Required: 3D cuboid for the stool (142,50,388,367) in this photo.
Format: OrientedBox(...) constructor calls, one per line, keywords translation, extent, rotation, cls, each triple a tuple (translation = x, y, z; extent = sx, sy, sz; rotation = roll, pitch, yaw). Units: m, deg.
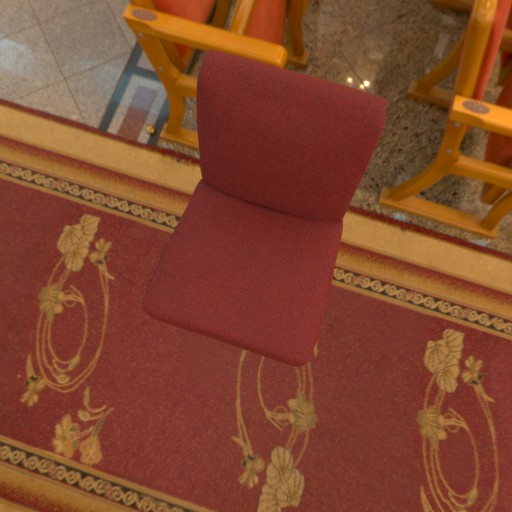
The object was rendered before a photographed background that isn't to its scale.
OrientedBox(translation=(0.000, 0.000, 1.343), extent=(0.468, 1.038, 0.562), rotation=(18, 75, 5), cls="stool")
